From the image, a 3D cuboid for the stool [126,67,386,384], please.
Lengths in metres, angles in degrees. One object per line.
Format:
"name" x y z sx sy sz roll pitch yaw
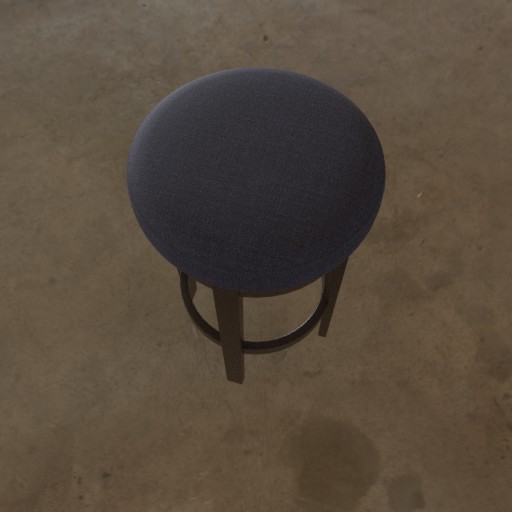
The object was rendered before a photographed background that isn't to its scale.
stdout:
"stool" 0.000 0.000 1.033 0.446 0.758 0.446 0 63 0
